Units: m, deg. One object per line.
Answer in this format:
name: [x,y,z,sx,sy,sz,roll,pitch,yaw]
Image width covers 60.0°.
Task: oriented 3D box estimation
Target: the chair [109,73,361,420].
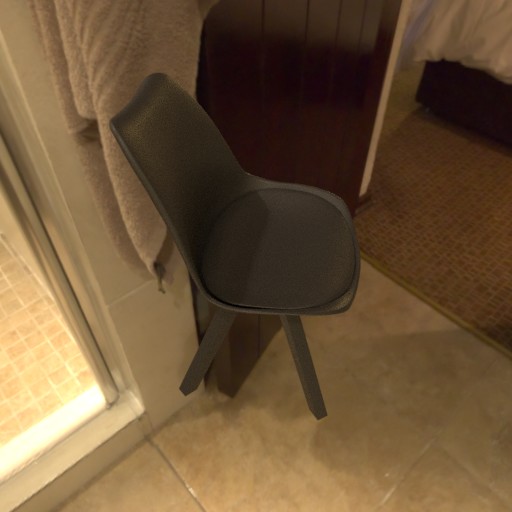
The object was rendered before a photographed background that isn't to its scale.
chair: [0.000,0.000,1.189,0.550,0.850,0.485,8,46,7]
